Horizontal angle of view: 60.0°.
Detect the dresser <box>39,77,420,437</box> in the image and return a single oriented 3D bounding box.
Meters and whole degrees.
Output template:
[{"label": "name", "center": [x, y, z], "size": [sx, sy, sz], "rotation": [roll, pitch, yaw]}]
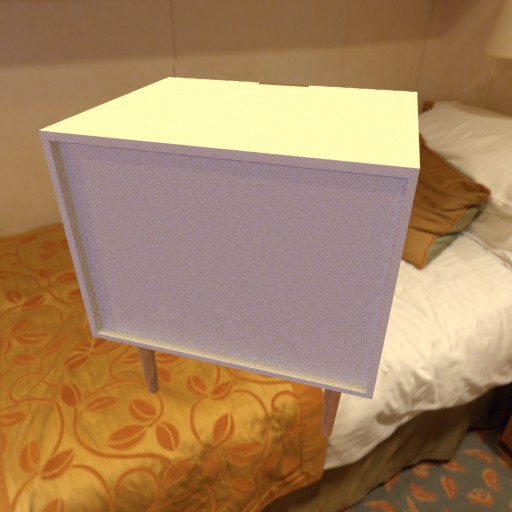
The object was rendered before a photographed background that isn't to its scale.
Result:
[{"label": "dresser", "center": [0.000, 0.000, 0.869], "size": [0.503, 0.568, 0.414], "rotation": [9, 33, 14]}]
